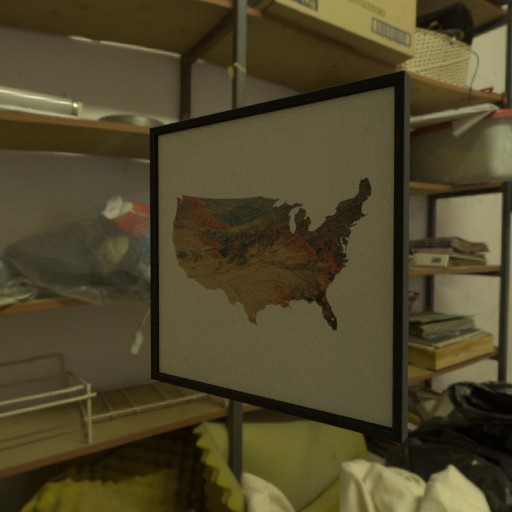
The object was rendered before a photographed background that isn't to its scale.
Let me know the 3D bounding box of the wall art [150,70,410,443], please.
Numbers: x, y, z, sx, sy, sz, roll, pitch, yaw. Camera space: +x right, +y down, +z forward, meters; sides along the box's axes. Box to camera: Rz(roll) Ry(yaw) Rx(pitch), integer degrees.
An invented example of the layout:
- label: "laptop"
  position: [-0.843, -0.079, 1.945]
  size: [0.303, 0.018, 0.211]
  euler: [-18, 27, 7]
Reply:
- label: "wall art"
  position: [0.000, 0.000, 0.453]
  size: [0.304, 0.303, 0.015]
  euler: [1, 2, 35]
